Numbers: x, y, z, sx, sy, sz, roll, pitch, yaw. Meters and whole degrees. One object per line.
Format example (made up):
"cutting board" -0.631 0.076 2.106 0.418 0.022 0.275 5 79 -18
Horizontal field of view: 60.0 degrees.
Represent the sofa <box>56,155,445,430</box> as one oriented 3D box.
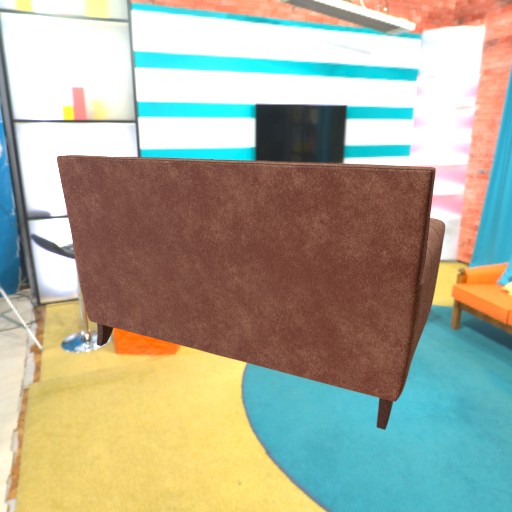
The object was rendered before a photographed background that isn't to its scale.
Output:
"sofa" 0.000 0.000 1.954 1.473 0.871 0.787 8 17 26
